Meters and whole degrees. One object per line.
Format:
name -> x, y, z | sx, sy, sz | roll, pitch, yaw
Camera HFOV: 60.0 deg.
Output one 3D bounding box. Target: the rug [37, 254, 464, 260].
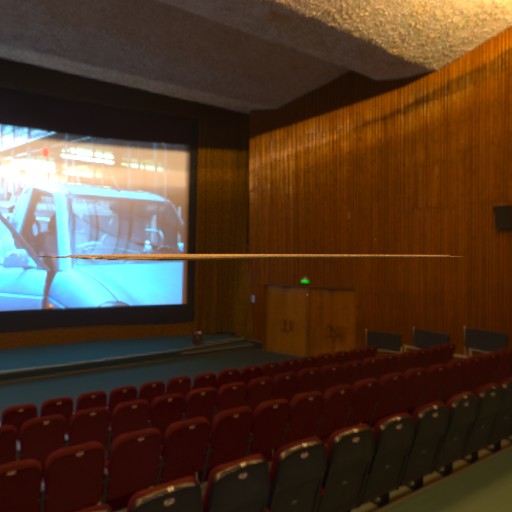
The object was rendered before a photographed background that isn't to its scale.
rug -> 0.000, 0.000, 3.023 | 2.465, 0.023, 1.619 | 0, 1, -36
